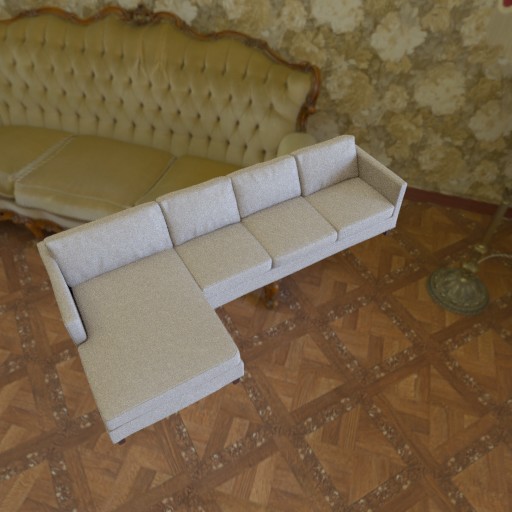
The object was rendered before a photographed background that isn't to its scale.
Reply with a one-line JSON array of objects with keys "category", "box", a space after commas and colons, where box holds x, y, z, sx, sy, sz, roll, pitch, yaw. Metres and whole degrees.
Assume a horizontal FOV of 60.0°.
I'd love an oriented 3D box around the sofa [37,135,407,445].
[{"category": "sofa", "box": [0.000, 0.000, 3.831, 3.186, 0.846, 1.625, -23, 50, -21]}]
